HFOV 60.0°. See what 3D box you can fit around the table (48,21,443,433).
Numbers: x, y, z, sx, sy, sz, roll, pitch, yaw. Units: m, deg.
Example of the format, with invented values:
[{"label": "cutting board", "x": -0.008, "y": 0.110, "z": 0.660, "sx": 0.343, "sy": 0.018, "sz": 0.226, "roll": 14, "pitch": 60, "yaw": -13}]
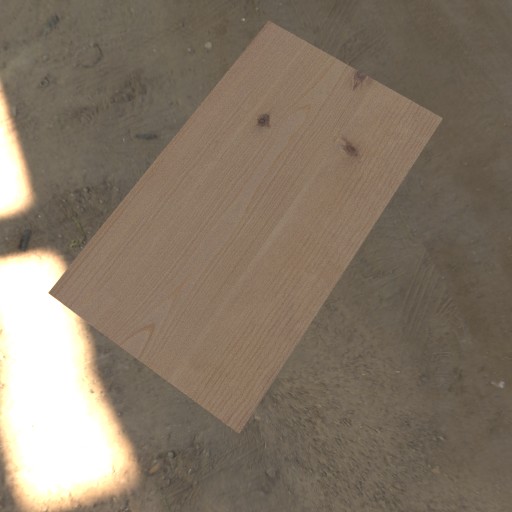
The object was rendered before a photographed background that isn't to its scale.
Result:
[{"label": "table", "x": 0.000, "y": 0.000, "z": 1.028, "sx": 0.351, "sy": 0.673, "sz": 0.597, "roll": 33, "pitch": 77, "yaw": 8}]
